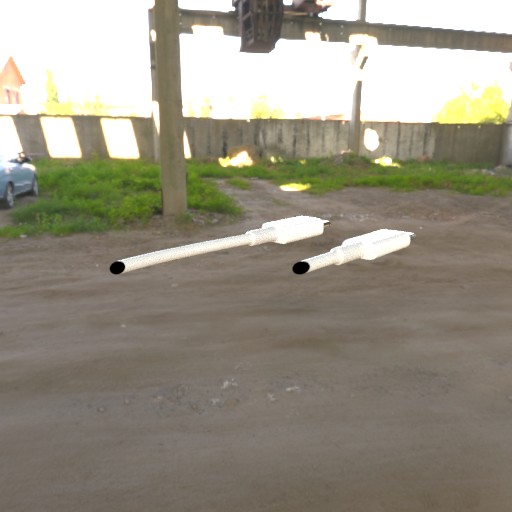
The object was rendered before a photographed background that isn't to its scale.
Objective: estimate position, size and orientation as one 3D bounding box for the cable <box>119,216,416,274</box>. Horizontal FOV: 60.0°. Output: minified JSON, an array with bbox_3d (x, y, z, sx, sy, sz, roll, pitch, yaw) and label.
[{"bbox_3d":[0.000,0.000,0.110,0.040,0.006,0.098,14,20,42],"label":"cable"}]
